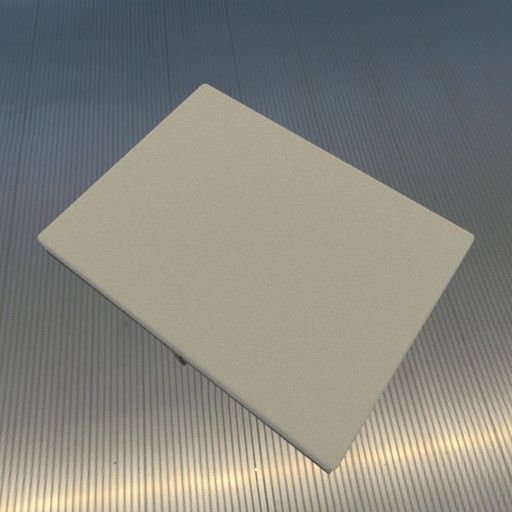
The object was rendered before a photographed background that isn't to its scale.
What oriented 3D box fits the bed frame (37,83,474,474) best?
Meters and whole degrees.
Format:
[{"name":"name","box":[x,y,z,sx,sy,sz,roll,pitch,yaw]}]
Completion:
[{"name":"bed frame","box":[0.000,0.000,3.565,2.635,0.680,1.990,34,69,15]}]
